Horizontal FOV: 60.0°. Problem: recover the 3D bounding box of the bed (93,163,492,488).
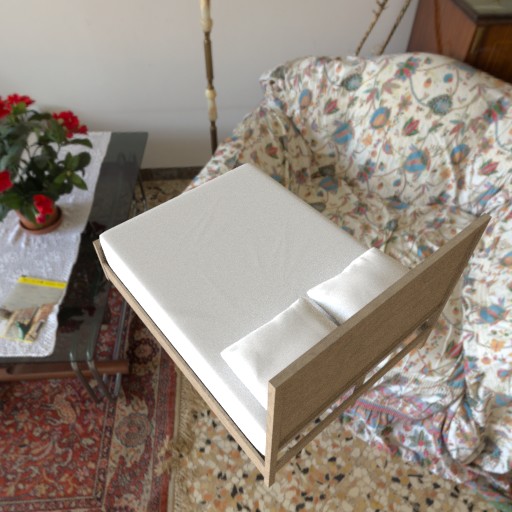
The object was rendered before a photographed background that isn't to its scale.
[{"bbox_3d":[0.000,0.000,3.201,1.606,1.369,2.189,-31,55,-26],"label":"bed"}]
